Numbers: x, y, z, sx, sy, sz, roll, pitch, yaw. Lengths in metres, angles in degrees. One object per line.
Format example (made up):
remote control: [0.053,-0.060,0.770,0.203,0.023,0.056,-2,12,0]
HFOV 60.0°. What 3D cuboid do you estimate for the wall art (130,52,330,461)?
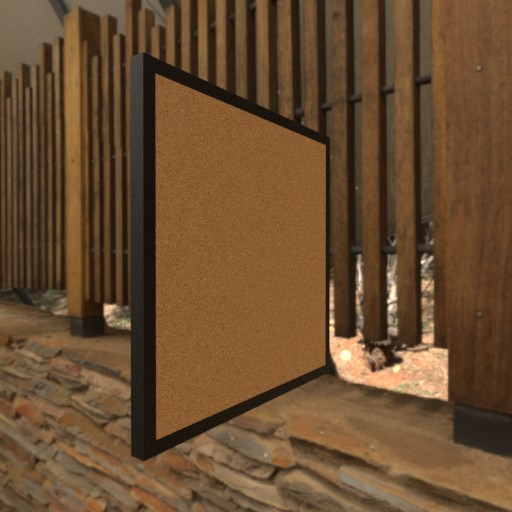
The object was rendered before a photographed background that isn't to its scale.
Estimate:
wall art: [0.000,0.000,1.143,0.038,0.762,0.762,0,1,36]
